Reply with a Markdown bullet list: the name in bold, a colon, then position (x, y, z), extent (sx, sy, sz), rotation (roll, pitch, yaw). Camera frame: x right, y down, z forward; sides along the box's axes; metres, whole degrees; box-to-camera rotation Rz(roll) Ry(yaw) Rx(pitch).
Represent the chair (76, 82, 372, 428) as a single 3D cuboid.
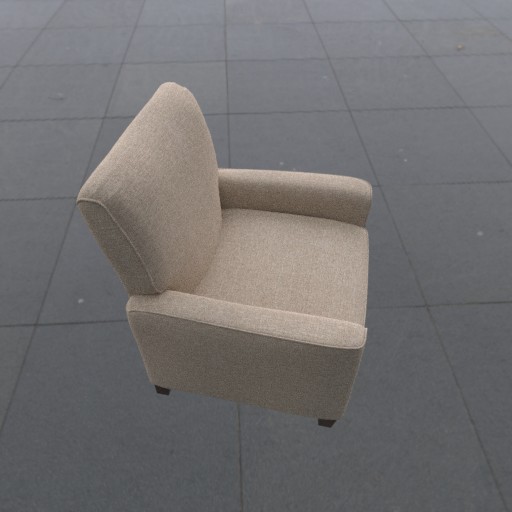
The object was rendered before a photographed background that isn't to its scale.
- **chair**: position (0.000, 0.000, 1.662), extent (0.858, 1.028, 0.841), rotation (8, 47, 8)
